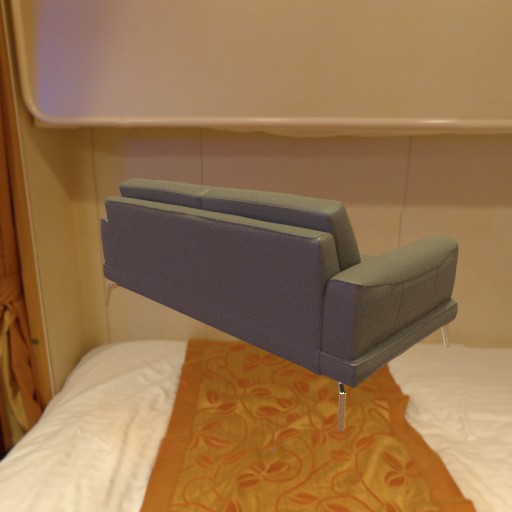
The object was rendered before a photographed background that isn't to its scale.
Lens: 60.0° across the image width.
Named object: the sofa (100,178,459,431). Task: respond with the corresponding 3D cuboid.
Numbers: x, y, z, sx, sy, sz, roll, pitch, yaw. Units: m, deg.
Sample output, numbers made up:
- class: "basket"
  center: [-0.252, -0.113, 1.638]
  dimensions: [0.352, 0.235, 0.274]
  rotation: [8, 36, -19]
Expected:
- class: "sofa"
  center: [0.000, 0.000, 2.812]
  dimensions: [2.177, 0.930, 1.121]
  rotation: [14, 20, 43]
